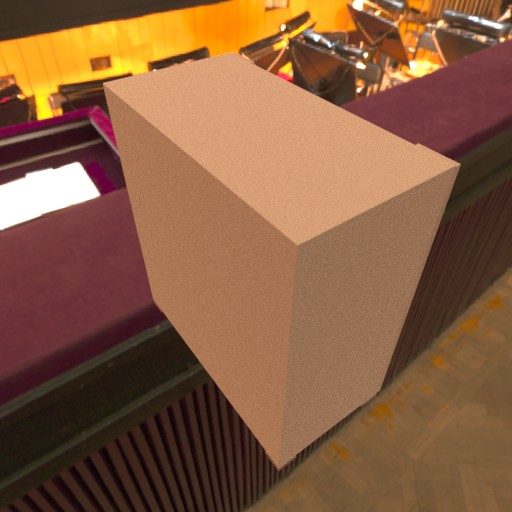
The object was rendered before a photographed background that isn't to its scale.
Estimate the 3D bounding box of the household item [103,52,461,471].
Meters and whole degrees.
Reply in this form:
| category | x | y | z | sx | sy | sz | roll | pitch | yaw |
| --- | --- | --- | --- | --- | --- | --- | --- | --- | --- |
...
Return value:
| category | x | y | z | sx | sy | sz | roll | pitch | yaw |
| --- | --- | --- | --- | --- | --- | --- | --- | --- | --- |
| household item | 0.000 | 0.000 | 1.316 | 0.420 | 0.870 | 0.800 | -26 | 49 | -26 |
